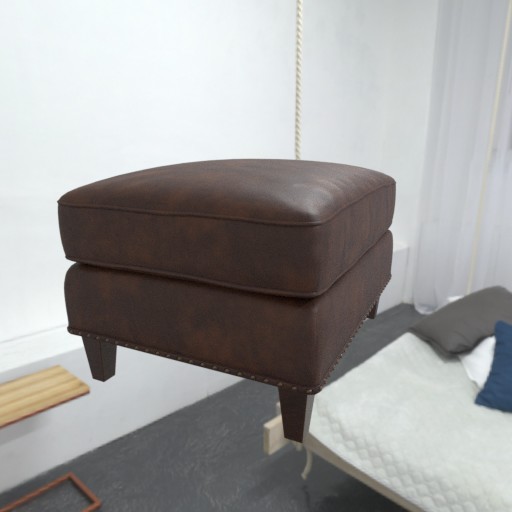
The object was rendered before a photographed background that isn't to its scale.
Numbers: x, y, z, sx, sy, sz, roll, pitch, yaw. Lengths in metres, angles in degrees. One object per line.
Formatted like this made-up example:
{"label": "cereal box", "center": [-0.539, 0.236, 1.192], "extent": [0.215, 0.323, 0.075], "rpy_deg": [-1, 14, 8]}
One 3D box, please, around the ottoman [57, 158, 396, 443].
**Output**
{"label": "ottoman", "center": [0.000, 0.000, 1.143], "extent": [0.586, 0.486, 0.742], "rpy_deg": [7, 17, 25]}
